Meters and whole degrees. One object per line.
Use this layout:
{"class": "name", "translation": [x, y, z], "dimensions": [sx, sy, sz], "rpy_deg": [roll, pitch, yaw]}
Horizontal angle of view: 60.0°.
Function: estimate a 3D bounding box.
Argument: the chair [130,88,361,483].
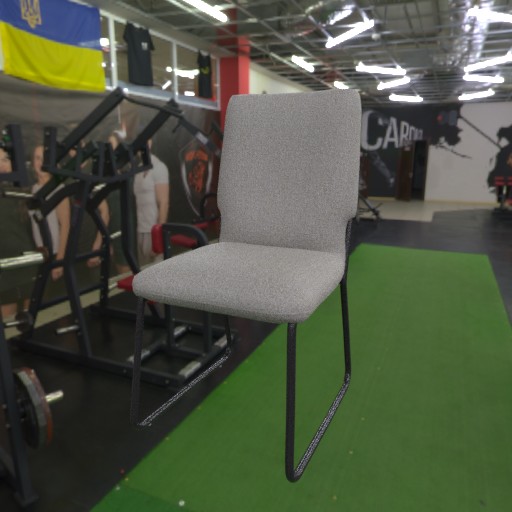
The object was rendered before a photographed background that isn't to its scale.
{"class": "chair", "translation": [0.000, 0.000, 1.162], "dimensions": [0.448, 0.864, 0.560], "rpy_deg": [6, 15, 25]}
